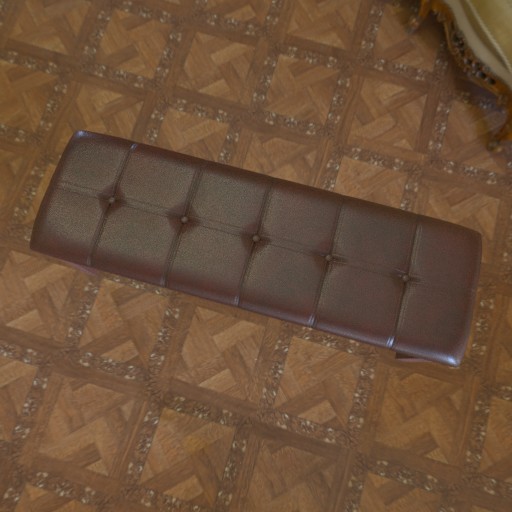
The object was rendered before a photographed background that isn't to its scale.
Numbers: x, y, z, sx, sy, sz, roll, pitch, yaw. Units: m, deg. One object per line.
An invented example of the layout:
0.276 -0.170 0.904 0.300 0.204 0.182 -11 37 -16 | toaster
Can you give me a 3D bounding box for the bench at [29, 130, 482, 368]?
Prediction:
0.000 0.000 1.458 1.259 0.491 0.401 15 77 3 | bench
